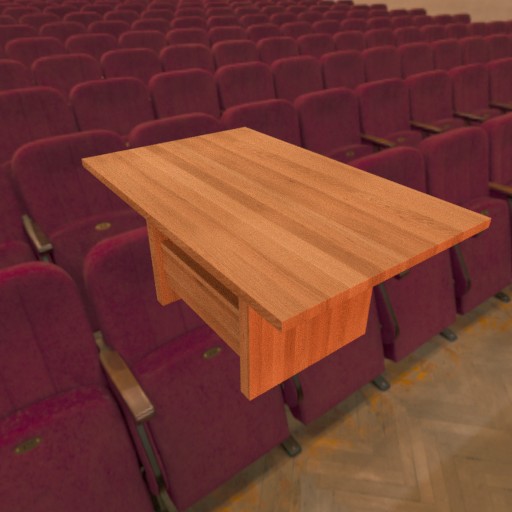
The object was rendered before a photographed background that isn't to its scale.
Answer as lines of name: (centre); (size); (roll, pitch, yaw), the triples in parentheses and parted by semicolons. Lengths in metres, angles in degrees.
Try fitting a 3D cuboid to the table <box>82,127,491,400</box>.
table: (0.000, 0.000, 1.476); (0.700, 0.510, 1.100); (-21, 37, -31)
